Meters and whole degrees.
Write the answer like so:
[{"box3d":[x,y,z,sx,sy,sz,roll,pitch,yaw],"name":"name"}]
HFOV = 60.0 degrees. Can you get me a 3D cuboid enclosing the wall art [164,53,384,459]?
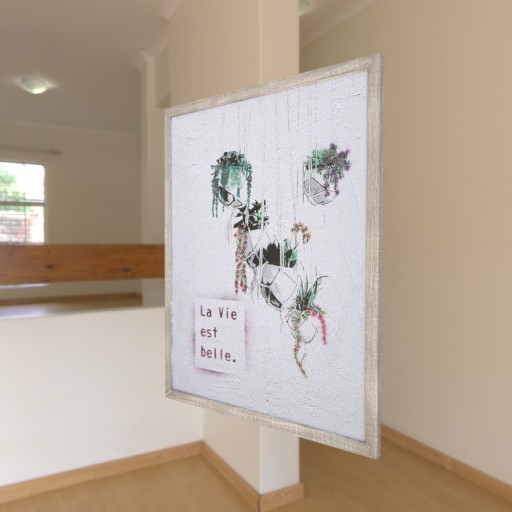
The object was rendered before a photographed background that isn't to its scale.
[{"box3d":[0.000,0.000,1.354,0.781,1.022,0.035,1,2,36],"name":"wall art"}]
